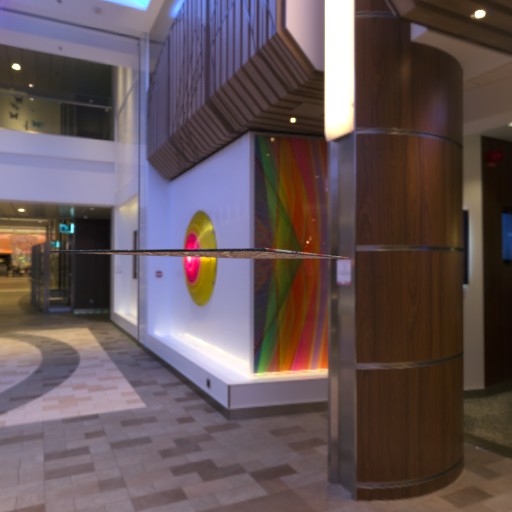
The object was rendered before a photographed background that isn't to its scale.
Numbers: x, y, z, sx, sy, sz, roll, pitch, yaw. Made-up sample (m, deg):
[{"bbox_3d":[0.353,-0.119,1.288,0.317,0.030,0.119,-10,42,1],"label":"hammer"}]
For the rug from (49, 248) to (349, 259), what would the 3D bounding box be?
[{"bbox_3d":[0.000,0.000,2.605,0.832,0.008,2.362,0,-1,18],"label":"rug"}]
